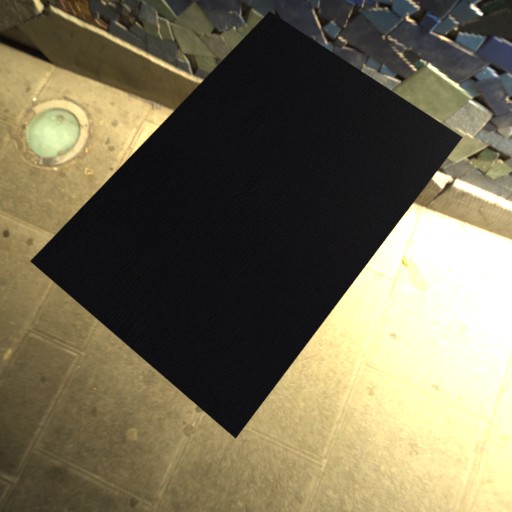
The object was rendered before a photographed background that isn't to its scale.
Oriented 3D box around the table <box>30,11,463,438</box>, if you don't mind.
[{"bbox_3d":[0.000,0.000,1.042,0.408,0.711,0.589,38,78,9],"label":"table"}]
